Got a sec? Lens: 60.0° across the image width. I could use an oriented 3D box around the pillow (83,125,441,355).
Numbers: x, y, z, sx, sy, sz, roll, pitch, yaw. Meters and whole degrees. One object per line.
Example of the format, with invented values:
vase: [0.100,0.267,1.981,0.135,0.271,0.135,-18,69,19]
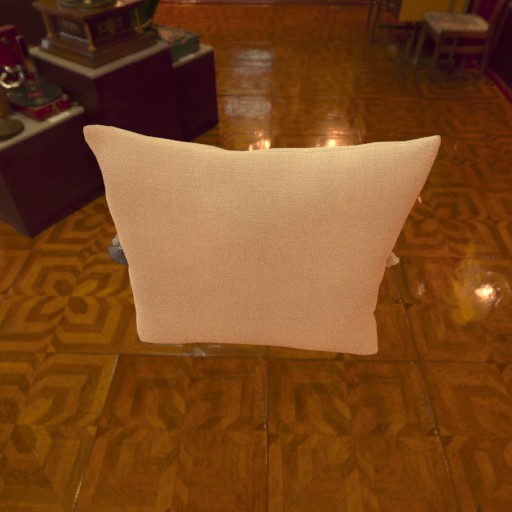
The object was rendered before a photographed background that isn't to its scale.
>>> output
pillow: [0.000,0.000,0.749,0.489,0.481,0.165,3,44,3]
